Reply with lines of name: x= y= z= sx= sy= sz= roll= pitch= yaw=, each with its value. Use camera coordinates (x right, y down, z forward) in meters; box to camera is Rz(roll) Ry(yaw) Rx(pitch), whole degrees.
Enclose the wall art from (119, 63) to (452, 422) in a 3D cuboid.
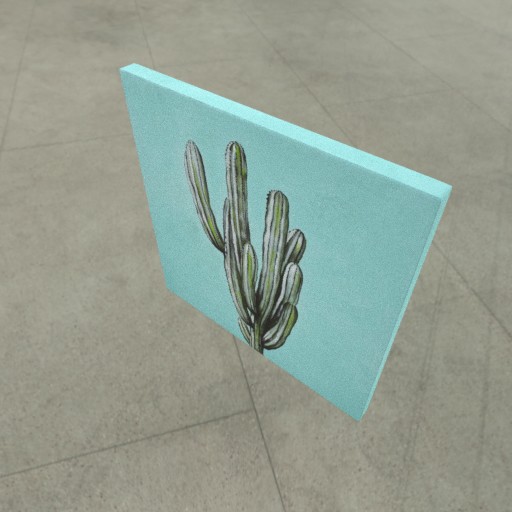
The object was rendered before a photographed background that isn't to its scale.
wall art: x=0.000 y=0.000 z=1.125 sx=0.765 sy=0.766 sz=0.054 roll=30 pitch=52 yaw=26
